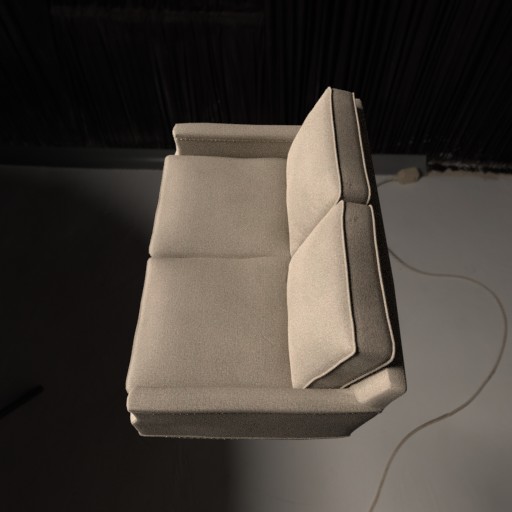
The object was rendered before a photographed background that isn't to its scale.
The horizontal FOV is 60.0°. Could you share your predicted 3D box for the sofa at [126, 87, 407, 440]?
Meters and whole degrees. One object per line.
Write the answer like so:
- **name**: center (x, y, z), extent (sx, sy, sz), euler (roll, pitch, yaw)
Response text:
- **sofa**: center (0.000, 0.000, 2.198), extent (1.084, 1.003, 1.597), euler (1, 58, 1)
